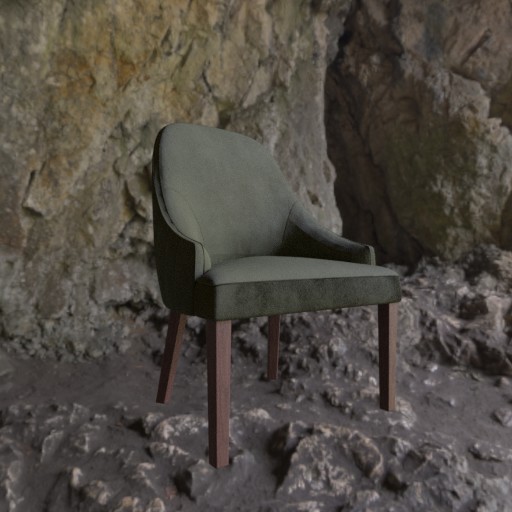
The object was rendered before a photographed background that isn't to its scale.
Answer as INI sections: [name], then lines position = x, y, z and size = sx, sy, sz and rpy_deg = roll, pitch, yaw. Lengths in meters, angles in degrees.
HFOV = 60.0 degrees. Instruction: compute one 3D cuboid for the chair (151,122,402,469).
[chair]
position = 0.000, 0.000, 1.319
size = 0.643, 0.889, 0.575
rpy_deg = 0, 0, -36
